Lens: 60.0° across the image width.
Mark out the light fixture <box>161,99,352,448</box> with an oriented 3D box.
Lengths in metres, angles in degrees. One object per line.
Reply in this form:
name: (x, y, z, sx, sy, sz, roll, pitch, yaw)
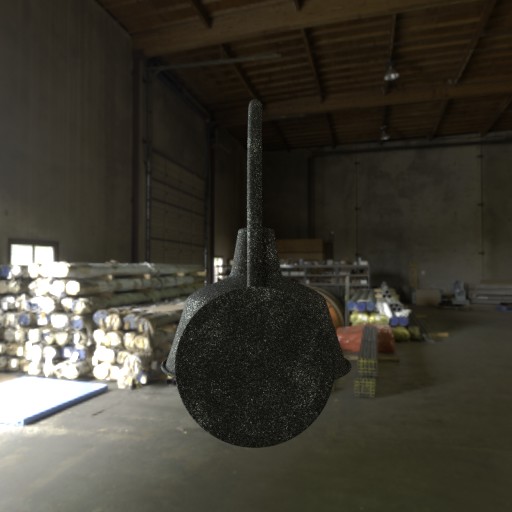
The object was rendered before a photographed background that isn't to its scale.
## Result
light fixture: (0.000, 0.000, 0.482, 0.216, 0.300, 0.283, 0, -1, 0)
